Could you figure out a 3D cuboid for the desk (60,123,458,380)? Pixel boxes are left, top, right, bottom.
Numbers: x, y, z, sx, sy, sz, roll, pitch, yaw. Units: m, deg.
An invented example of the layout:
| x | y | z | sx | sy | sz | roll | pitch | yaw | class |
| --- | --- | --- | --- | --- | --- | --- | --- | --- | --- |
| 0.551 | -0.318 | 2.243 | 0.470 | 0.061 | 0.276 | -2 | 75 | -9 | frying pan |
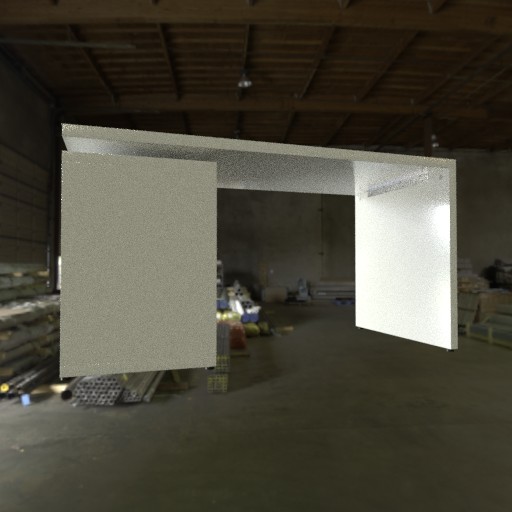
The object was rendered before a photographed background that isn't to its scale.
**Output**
| x | y | z | sx | sy | sz | roll | pitch | yaw | class |
| --- | --- | --- | --- | --- | --- | --- | --- | --- | --- |
| 0.000 | 0.000 | 1.814 | 1.400 | 0.740 | 0.690 | 0 | -1 | -18 | desk |
